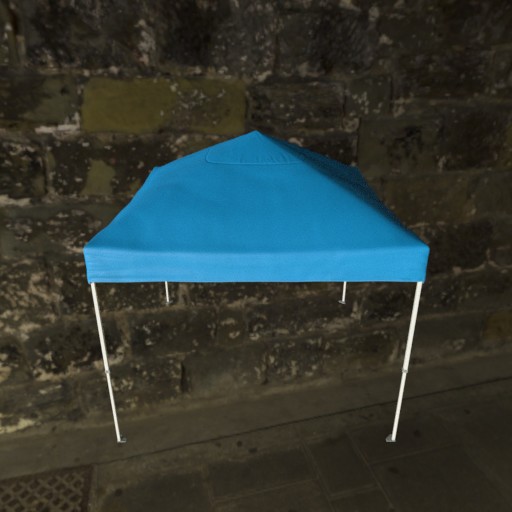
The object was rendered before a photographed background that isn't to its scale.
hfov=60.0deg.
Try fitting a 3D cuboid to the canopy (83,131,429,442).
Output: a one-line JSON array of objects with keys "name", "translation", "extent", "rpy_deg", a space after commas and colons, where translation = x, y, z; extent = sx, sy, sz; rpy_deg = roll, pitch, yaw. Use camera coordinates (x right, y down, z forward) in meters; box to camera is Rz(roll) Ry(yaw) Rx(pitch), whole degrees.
[{"name": "canopy", "translation": [0.000, 0.000, 5.446], "extent": [2.998, 2.997, 2.996], "rpy_deg": [0, 24, 0]}]
